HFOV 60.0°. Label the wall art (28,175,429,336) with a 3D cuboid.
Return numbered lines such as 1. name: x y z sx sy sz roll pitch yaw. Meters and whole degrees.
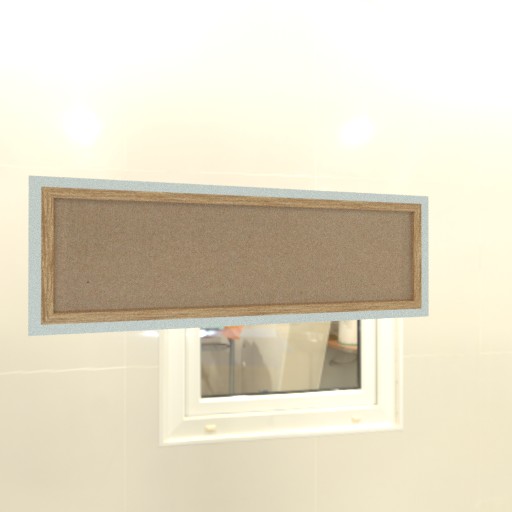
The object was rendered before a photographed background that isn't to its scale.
1. wall art: 0.000 0.000 1.649 1.520 0.507 0.039 0 0 -18
